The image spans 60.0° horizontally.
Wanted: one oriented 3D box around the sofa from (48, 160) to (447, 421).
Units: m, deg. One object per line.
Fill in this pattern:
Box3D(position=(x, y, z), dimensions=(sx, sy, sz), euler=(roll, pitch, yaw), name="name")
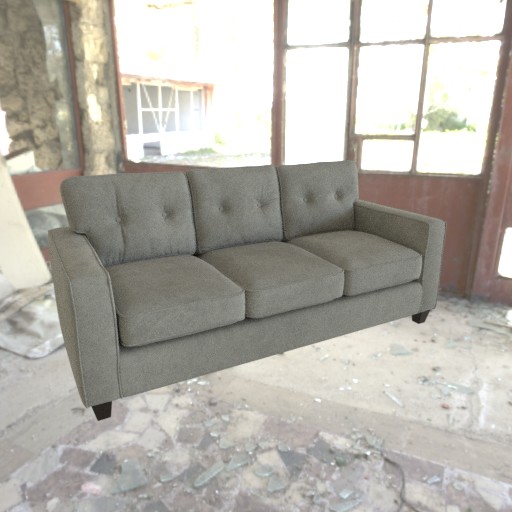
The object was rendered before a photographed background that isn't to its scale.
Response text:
Box3D(position=(0.000, 0.000, 2.573), dimensions=(2.133, 0.965, 0.939), euler=(-9, 20, -27), name="sofa")
